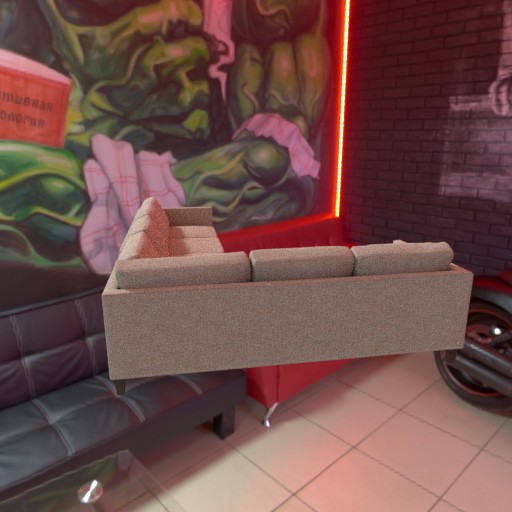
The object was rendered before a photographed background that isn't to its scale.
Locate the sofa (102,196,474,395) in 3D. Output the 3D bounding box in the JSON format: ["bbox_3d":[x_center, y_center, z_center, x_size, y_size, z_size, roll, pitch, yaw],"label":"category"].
[{"bbox_3d":[0.000,0.000,4.340,2.432,0.863,3.182,-3,16,-10],"label":"sofa"}]
